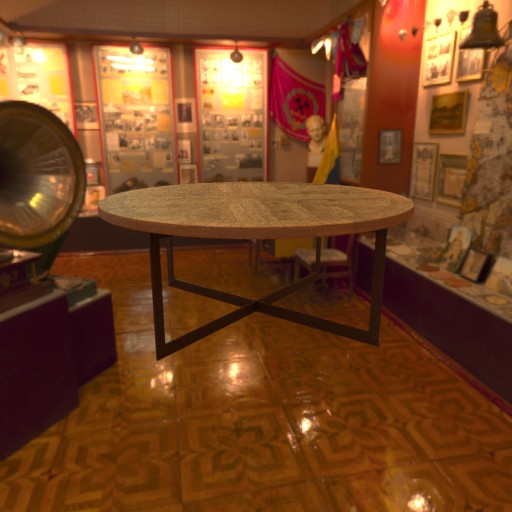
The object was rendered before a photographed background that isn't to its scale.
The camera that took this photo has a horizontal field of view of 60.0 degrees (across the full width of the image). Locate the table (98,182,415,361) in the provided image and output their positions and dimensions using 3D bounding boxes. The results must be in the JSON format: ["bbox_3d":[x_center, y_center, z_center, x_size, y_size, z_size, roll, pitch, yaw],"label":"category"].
[{"bbox_3d":[0.000,0.000,1.936,1.264,0.516,1.264,0,15,0],"label":"table"}]
